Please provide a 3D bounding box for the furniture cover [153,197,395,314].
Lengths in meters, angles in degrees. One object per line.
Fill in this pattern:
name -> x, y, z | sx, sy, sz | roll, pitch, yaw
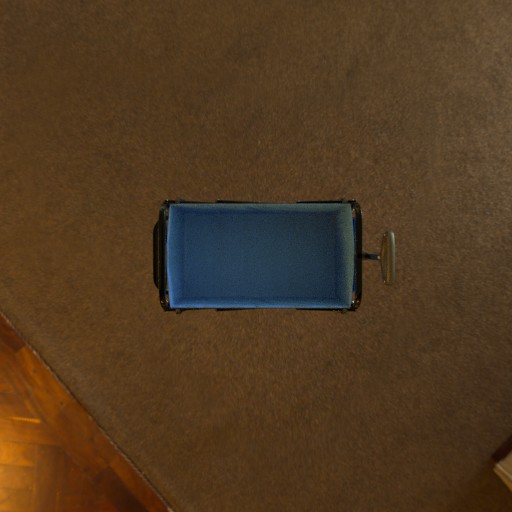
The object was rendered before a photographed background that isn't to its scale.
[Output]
furniture cover -> 0.000, 0.000, 1.856 | 1.038, 1.295, 0.532 | 0, 91, 0
